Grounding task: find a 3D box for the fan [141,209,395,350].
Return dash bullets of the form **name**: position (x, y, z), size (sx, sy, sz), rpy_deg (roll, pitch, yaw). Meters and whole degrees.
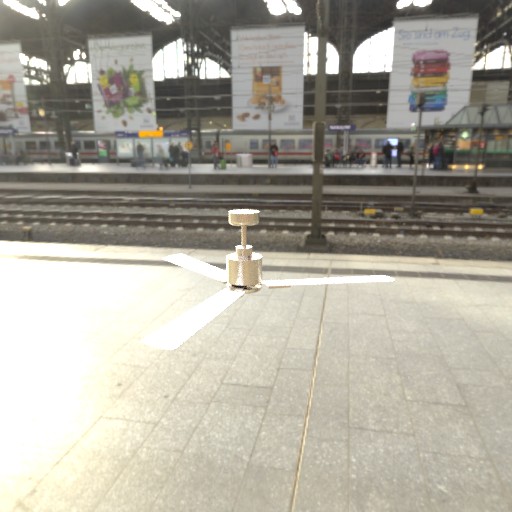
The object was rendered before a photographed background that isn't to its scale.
- **fan**: position (0.000, 0.000, 2.384), size (1.561, 0.446, 1.531), rpy_deg (2, 14, 9)
